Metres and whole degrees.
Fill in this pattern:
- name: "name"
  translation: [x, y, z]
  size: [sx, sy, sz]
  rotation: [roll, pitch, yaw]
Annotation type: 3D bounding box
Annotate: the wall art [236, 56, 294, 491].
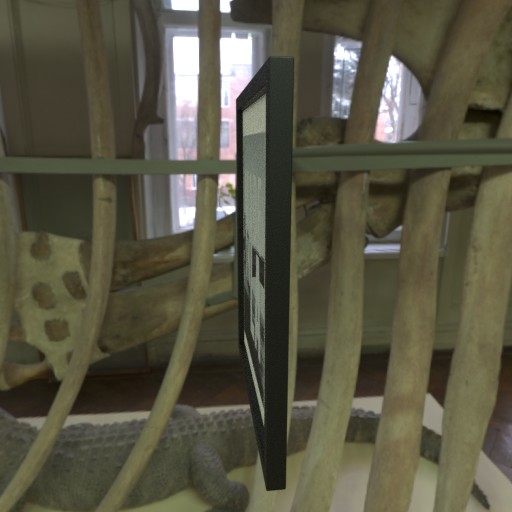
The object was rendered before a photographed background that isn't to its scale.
- name: "wall art"
  translation: [0.000, 0.000, 0.768]
  size: [0.028, 0.559, 0.457]
  rotation: [-2, 14, -7]
